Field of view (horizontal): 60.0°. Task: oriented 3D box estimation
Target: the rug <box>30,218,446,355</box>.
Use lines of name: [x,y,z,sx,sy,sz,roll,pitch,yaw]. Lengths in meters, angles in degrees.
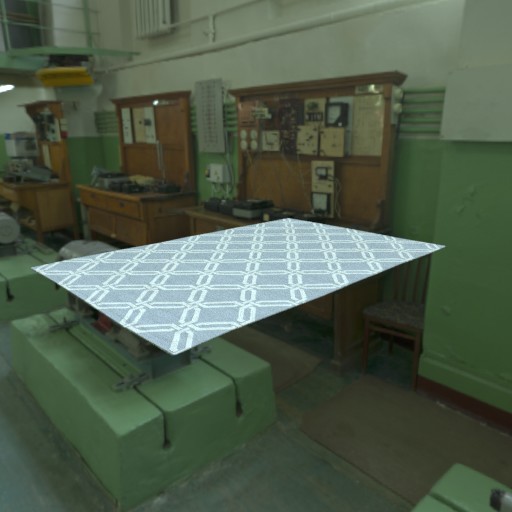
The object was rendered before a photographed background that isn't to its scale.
rug: [0.000,0.000,2.191,1.754,0.010,1.148,-15,21,-42]
